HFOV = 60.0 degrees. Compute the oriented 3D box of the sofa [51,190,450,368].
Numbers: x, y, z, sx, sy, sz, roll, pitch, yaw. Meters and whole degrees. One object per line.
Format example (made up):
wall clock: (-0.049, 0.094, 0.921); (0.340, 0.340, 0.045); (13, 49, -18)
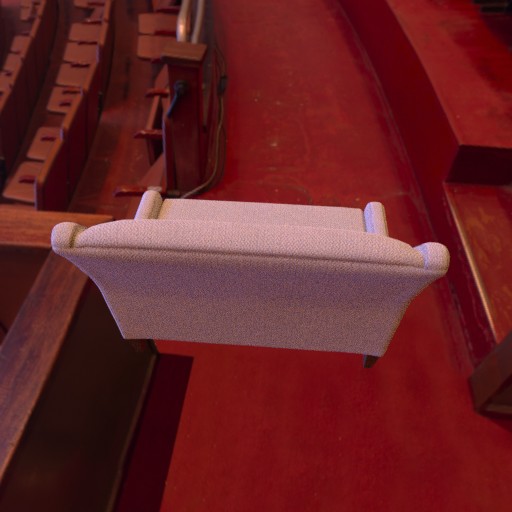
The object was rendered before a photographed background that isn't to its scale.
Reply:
sofa: (0.000, 0.000, 1.971); (1.242, 1.022, 0.870); (3, 48, 3)
